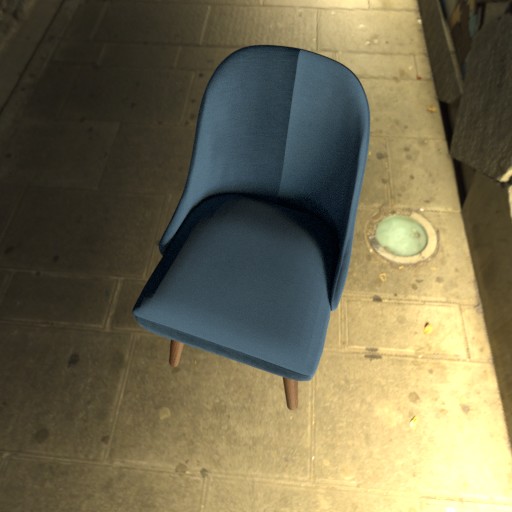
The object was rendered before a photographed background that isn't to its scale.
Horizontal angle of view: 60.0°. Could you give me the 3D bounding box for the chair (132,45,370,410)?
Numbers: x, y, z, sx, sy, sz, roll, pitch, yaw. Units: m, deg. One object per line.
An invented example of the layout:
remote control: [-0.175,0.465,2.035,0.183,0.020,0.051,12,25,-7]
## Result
chair: [0.000,0.000,1.224,0.503,0.882,0.589,17,60,10]
